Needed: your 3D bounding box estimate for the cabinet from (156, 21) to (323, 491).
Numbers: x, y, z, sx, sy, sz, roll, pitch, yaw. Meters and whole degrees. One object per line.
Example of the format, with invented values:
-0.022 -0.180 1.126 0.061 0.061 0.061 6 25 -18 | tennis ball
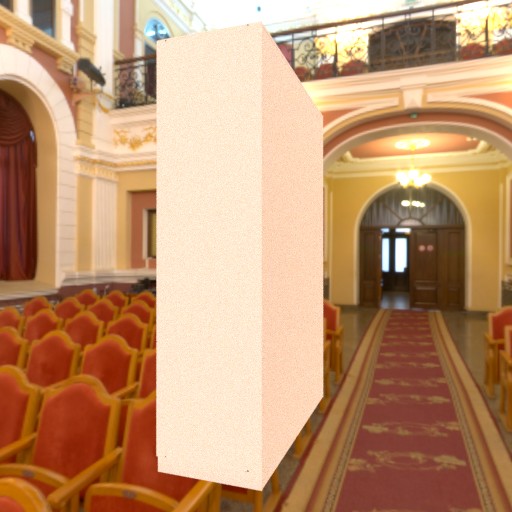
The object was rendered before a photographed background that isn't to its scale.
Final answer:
0.000 0.000 2.494 0.510 1.910 1.290 0 0 20 | cabinet
